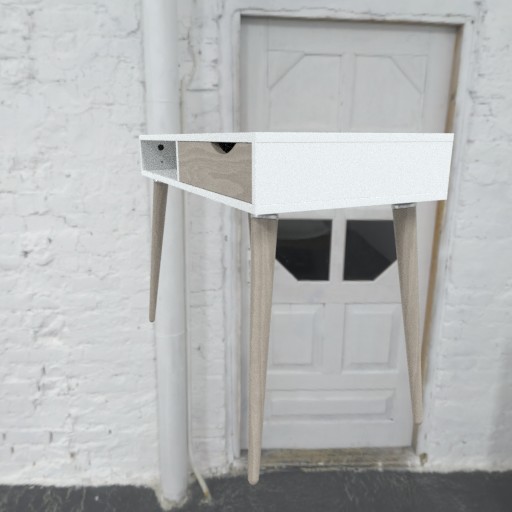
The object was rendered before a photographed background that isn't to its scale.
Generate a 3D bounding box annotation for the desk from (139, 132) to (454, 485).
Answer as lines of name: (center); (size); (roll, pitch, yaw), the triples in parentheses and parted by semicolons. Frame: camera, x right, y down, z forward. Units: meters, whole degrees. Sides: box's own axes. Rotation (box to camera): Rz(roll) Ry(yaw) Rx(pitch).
desk: (0.000, 0.000, 1.368); (0.491, 0.723, 0.979); (-7, 16, -25)
